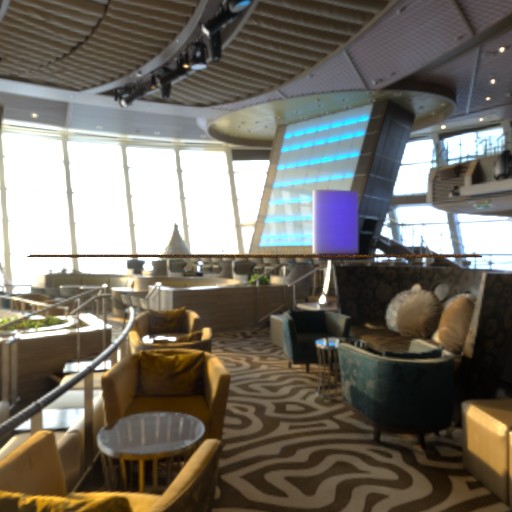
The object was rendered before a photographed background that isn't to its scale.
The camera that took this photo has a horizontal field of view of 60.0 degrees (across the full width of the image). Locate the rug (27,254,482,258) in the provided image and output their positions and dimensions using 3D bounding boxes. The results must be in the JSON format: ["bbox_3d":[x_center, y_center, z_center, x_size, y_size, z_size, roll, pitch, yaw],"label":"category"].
[{"bbox_3d":[0.000,0.000,2.040,1.820,0.013,0.556,0,0,-2],"label":"rug"}]
